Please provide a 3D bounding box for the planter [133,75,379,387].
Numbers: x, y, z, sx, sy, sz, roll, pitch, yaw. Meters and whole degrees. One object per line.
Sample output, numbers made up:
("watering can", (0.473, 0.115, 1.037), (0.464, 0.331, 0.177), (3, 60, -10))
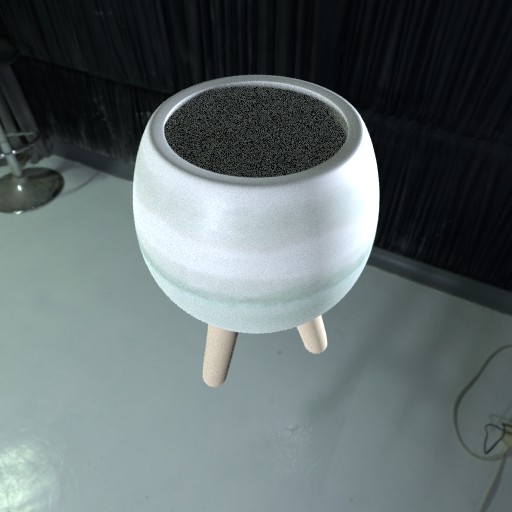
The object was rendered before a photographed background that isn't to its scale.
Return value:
("planter", (0.000, 0.000, 0.335), (0.161, 0.224, 0.161), (0, 46, 0))
